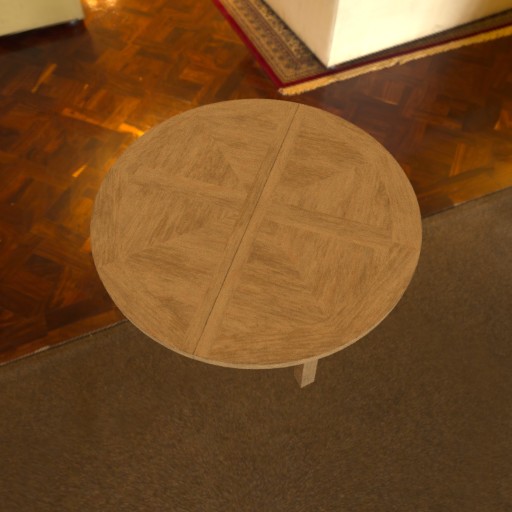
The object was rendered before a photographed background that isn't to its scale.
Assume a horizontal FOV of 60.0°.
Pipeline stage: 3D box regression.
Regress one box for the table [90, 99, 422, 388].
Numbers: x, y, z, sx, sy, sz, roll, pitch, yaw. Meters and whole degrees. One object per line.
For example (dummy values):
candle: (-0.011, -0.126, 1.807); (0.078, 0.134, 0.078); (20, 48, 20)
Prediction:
table: (0.000, 0.000, 2.117); (1.319, 0.762, 1.319); (0, 58, 0)
